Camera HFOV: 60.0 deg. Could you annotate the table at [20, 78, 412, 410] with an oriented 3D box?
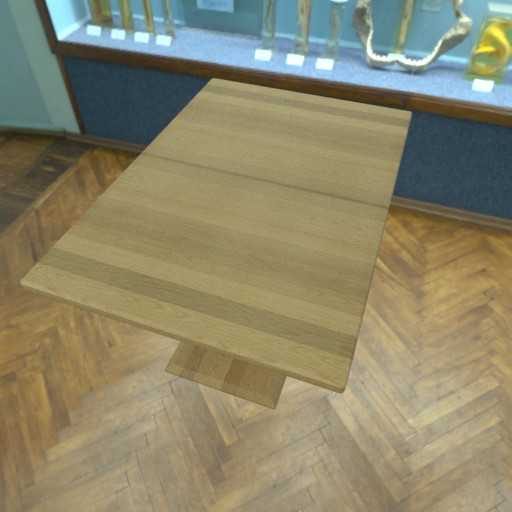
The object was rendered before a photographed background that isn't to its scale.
[{"bbox_3d":[0.000,0.000,1.792,0.900,0.770,1.300,15,49,14],"label":"table"}]
